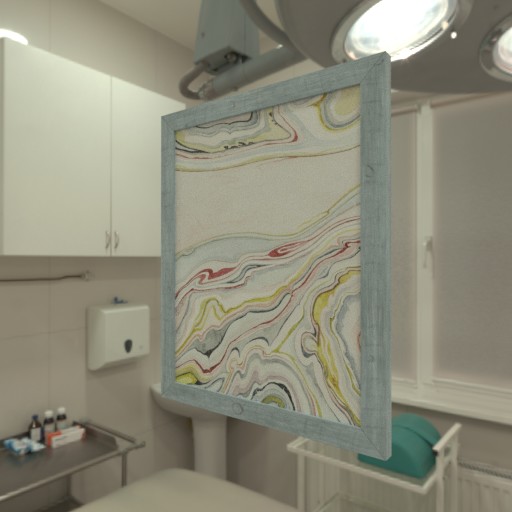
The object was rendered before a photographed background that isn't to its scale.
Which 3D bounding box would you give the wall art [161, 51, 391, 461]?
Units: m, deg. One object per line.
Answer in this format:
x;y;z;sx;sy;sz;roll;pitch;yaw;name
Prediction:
0.000;0.000;0.782;0.479;0.582;0.022;0;0;37;wall art
